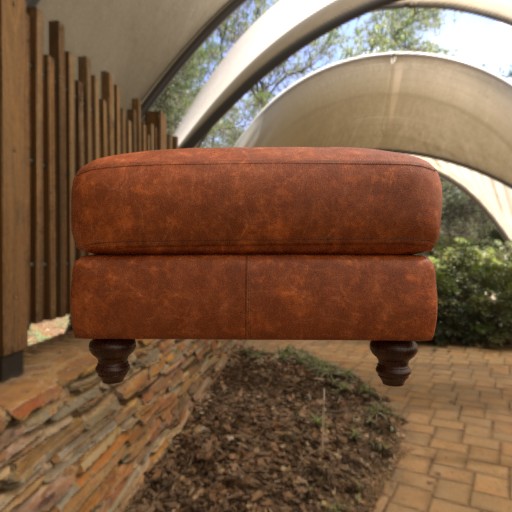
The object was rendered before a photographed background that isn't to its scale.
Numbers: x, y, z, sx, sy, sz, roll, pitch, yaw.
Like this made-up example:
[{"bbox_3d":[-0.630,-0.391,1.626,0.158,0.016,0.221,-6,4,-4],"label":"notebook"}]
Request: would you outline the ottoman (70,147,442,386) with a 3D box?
[{"bbox_3d":[0.000,0.000,1.241,0.832,0.562,0.657,0,1,2],"label":"ottoman"}]
